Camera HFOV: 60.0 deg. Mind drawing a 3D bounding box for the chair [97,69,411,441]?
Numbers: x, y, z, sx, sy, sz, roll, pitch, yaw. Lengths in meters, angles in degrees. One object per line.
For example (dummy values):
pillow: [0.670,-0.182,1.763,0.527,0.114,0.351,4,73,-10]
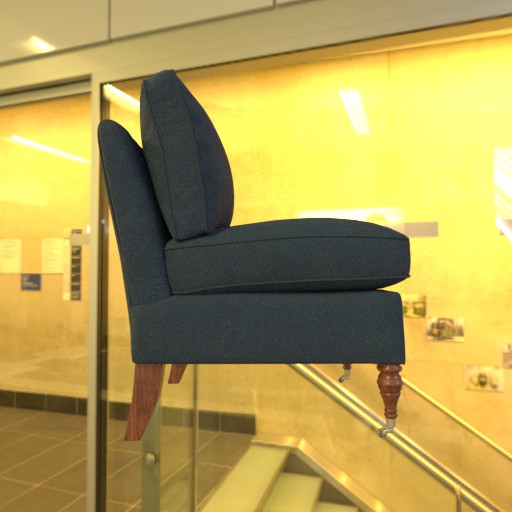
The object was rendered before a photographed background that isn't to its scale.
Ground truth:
chair: [0.000,0.000,1.582,0.912,1.052,0.724,0,-2,0]
